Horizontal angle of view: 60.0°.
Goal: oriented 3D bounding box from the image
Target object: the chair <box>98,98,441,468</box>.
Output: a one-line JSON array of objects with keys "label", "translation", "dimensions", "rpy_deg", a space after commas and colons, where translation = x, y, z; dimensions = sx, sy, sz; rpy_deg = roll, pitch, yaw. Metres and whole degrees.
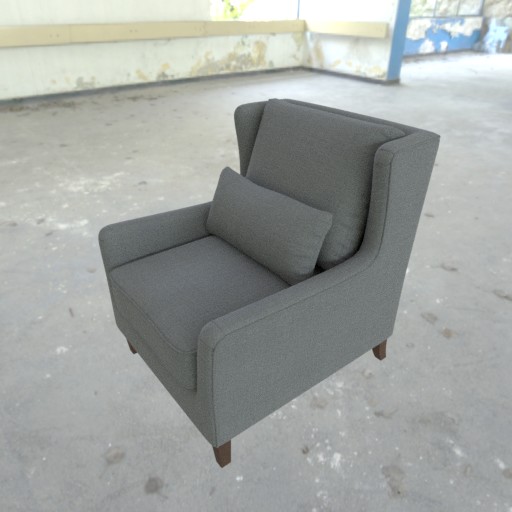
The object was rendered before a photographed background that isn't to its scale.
[{"label": "chair", "translation": [0.000, 0.000, 1.789], "dimensions": [1.040, 1.056, 0.866], "rpy_deg": [-21, 36, -32]}]
